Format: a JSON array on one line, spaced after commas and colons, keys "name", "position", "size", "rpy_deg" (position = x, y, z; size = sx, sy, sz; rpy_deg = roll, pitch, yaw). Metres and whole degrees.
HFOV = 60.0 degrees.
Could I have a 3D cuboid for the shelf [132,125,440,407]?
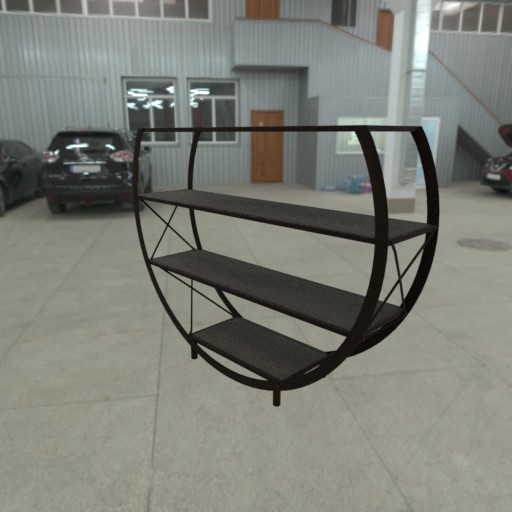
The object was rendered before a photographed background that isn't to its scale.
[{"name": "shelf", "position": [0.000, 0.000, 1.905], "size": [0.344, 1.063, 1.403], "rpy_deg": [-15, 21, -43]}]
